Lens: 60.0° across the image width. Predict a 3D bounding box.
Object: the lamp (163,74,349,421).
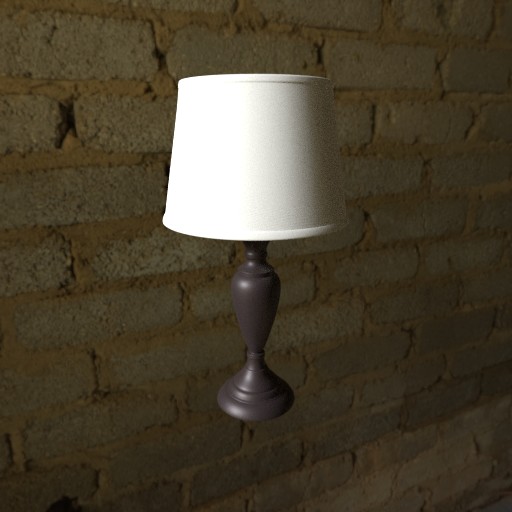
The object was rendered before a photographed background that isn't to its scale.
[{"bbox_3d":[0.000,0.000,0.834,0.335,0.611,0.335,0,16,0],"label":"lamp"}]
